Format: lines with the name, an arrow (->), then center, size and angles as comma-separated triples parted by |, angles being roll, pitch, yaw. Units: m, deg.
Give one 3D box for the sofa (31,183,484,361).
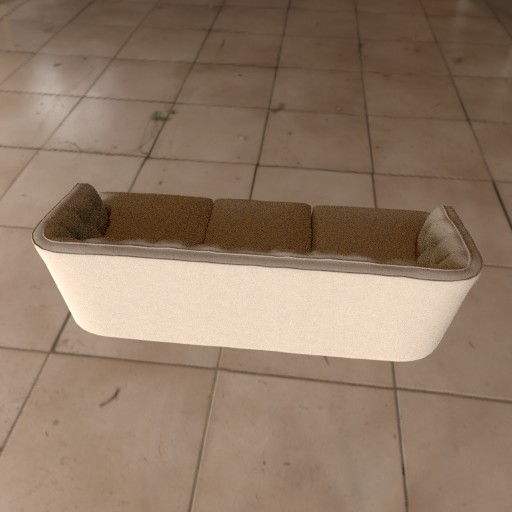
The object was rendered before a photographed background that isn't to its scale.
sofa -> 0.000, 0.000, 2.660 | 2.278, 0.855, 0.941 | 4, 47, 4
